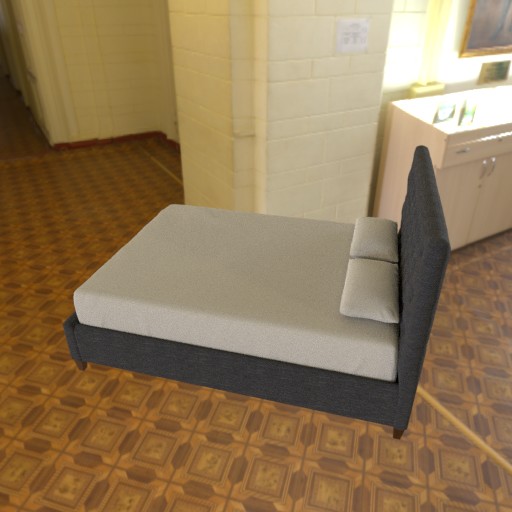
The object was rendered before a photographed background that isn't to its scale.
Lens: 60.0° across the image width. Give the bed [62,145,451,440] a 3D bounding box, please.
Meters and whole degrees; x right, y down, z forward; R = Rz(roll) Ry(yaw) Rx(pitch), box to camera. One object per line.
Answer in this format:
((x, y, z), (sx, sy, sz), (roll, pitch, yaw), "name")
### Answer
((0.000, 0.000, 3.395), (2.387, 1.427, 1.698), (8, 31, 13), "bed")
